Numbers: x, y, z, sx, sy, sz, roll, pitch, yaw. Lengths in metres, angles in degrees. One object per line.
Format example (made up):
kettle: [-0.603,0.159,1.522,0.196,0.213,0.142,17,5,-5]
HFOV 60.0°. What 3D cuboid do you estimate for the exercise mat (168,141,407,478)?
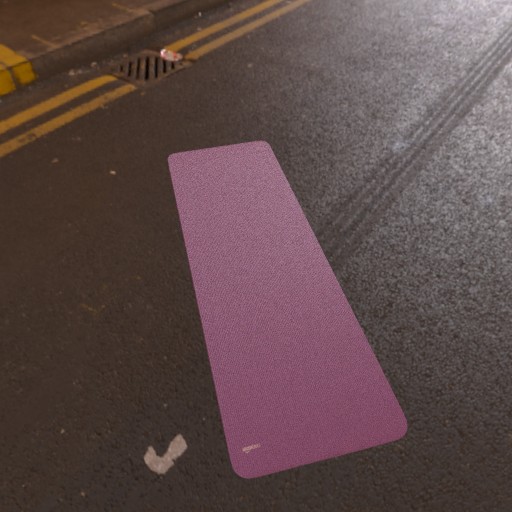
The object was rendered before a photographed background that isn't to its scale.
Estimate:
exercise mat: [0.000,0.000,2.062,0.616,0.021,1.869,-11,48,-10]
